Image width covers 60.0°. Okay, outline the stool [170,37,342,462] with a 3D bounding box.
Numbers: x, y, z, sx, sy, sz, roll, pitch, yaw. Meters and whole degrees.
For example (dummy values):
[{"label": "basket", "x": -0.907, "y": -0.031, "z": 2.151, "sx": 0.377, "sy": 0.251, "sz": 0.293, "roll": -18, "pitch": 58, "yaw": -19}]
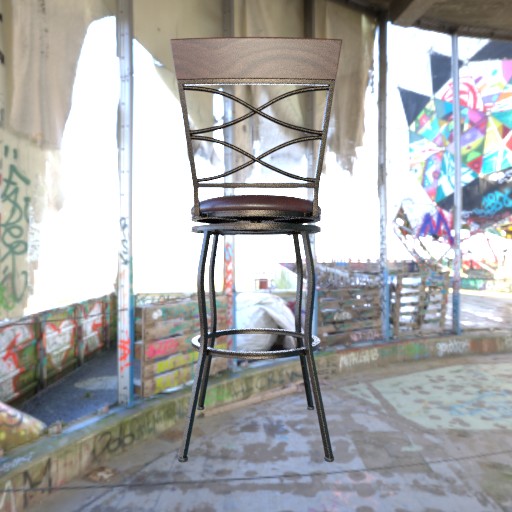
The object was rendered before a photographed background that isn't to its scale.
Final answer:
[{"label": "stool", "x": 0.000, "y": 0.000, "z": 1.388, "sx": 0.448, "sy": 1.130, "sz": 0.513, "roll": 0, "pitch": 0, "yaw": 0}]
